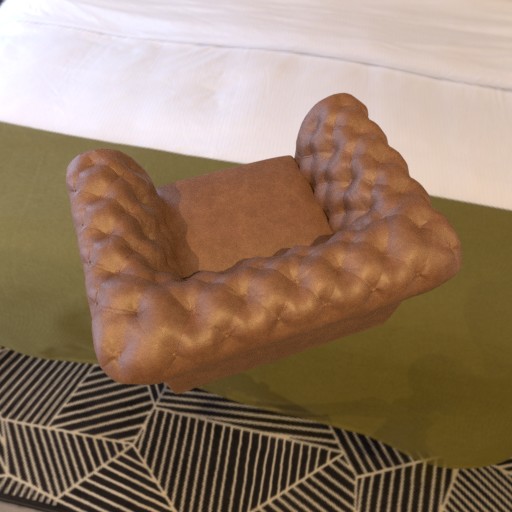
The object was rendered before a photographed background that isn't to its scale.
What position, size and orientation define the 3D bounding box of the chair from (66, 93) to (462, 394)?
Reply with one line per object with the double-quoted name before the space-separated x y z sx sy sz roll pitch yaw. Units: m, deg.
"chair" 0.000 0.000 1.870 1.298 0.784 0.954 -16 58 -10
